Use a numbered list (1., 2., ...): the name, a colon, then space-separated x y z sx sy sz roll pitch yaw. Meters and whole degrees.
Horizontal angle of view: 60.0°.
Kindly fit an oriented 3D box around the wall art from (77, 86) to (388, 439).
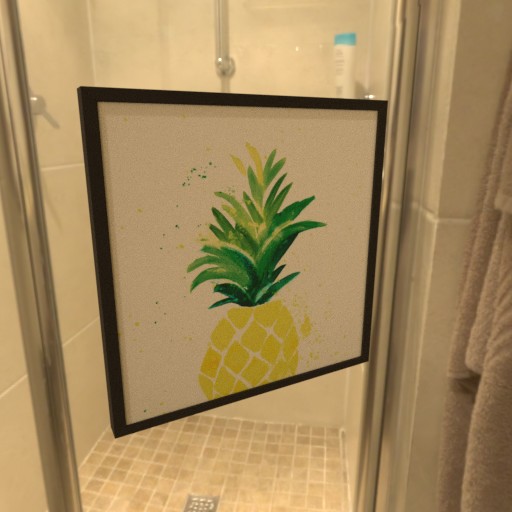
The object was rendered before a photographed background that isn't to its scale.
1. wall art: 0.000 0.000 0.742 0.508 0.507 0.033 -8 17 -27
